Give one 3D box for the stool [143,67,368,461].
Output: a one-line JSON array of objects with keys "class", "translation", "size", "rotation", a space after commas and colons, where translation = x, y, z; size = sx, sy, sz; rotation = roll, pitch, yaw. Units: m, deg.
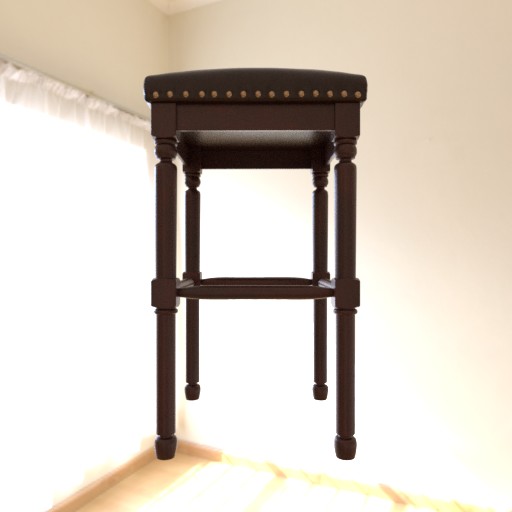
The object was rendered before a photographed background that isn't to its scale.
[{"class": "stool", "translation": [0.000, 0.000, 0.934], "size": [0.383, 0.702, 0.382], "rotation": [0, 0, 0]}]
